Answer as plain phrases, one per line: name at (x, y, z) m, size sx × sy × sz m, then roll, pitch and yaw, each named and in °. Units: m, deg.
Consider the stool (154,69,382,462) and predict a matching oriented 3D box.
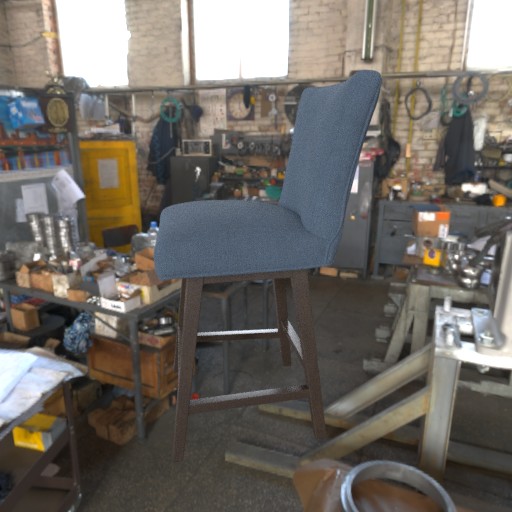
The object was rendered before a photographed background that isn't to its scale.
stool at (0.000, 0.000, 1.338) m, size 0.574 × 1.000 × 0.514 m, roll -3°, pitch 16°, yaw -9°
